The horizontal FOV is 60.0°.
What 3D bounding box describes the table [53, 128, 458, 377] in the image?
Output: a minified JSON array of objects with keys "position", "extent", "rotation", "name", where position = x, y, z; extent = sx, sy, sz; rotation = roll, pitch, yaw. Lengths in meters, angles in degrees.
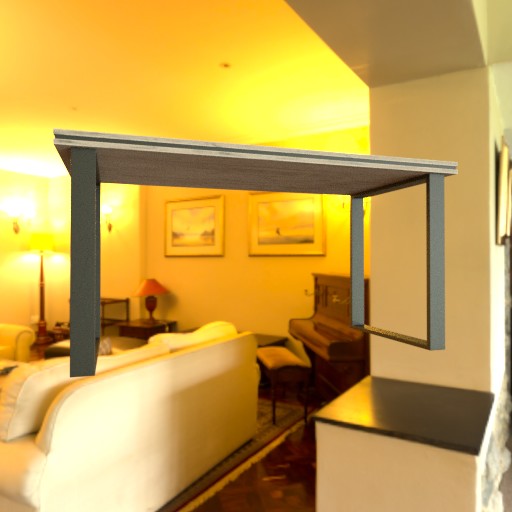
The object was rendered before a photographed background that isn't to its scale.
[{"position":[0.000,0.000,2.228],"extent":[1.778,0.899,0.795],"rotation":[0,-1,-18],"name":"table"}]
